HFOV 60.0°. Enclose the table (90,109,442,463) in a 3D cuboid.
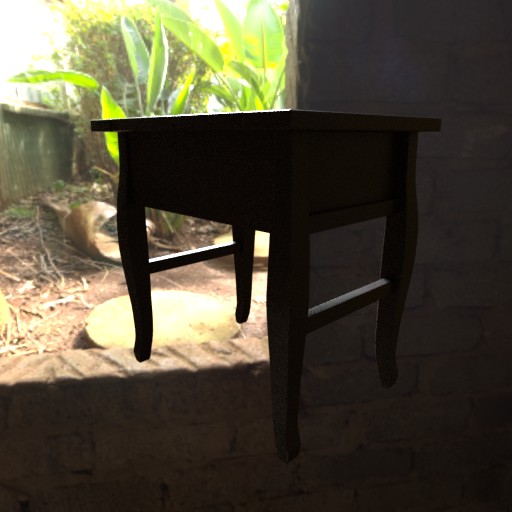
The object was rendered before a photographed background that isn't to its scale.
[{"bbox_3d":[0.000,0.000,1.024,0.460,0.605,0.602,-14,21,-42],"label":"table"}]
